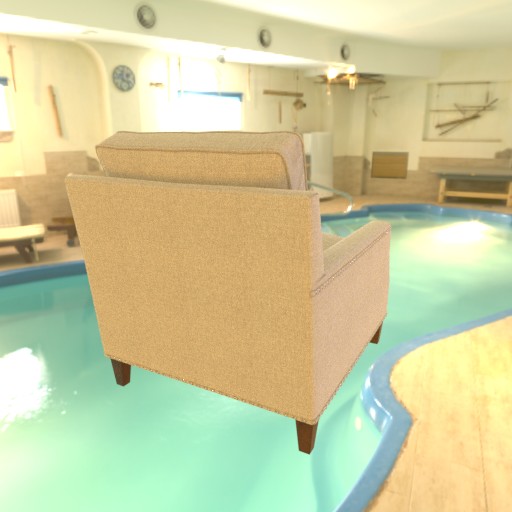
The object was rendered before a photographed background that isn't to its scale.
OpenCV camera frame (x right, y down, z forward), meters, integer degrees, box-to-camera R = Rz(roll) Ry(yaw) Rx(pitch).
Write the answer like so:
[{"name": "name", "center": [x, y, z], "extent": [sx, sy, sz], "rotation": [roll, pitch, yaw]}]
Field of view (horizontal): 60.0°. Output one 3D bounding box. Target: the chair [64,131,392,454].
[{"name": "chair", "center": [0.000, 0.000, 1.723], "extent": [0.853, 0.943, 1.014], "rotation": [9, 18, 28]}]
